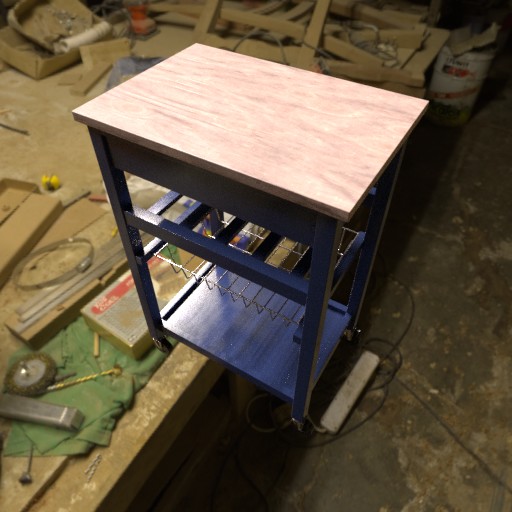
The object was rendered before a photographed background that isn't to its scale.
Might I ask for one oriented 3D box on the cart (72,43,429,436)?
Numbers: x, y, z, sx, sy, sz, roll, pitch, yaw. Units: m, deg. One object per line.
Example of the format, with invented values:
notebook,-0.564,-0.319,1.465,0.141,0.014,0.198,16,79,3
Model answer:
cart,0.000,0.000,1.164,0.584,0.839,0.403,24,50,21
